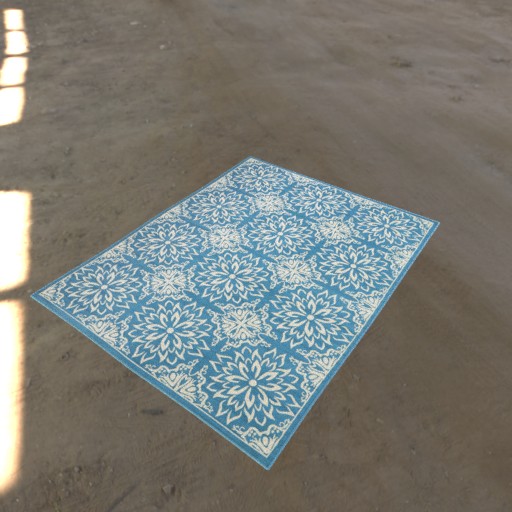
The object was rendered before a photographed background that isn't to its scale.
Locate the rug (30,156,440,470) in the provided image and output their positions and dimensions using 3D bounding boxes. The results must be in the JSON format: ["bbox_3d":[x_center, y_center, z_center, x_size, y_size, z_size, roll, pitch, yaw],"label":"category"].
[{"bbox_3d":[0.000,0.000,3.958,2.350,0.018,2.964,25,46,27],"label":"rug"}]
